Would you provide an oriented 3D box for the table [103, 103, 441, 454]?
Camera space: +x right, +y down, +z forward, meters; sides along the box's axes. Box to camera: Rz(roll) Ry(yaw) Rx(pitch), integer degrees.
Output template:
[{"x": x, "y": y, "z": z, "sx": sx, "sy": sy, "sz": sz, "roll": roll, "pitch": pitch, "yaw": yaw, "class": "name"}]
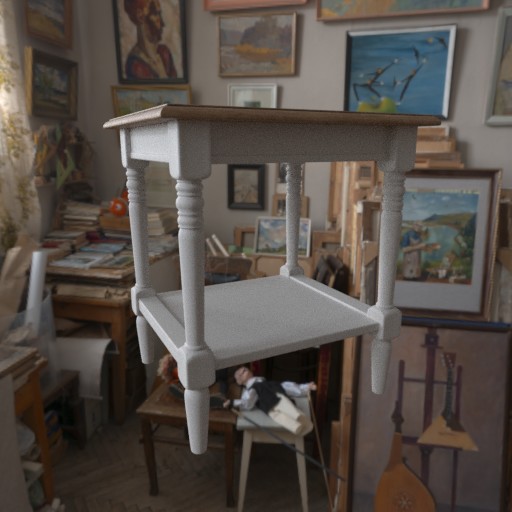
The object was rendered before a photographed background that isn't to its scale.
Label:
[{"x": 0.000, "y": 0.000, "z": 0.939, "sx": 0.508, "sy": 0.561, "sz": 0.457, "roll": -7, "pitch": 16, "yaw": -26, "class": "table"}]
